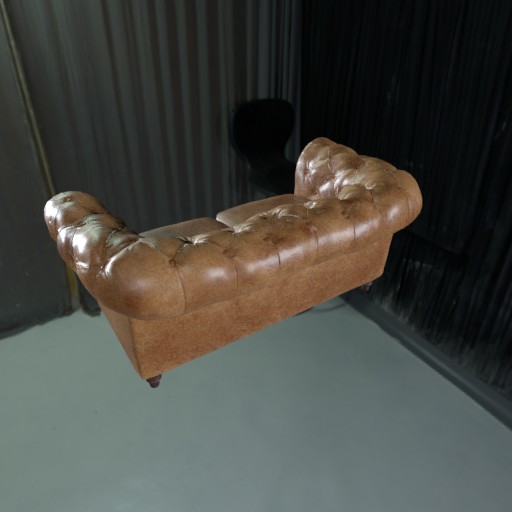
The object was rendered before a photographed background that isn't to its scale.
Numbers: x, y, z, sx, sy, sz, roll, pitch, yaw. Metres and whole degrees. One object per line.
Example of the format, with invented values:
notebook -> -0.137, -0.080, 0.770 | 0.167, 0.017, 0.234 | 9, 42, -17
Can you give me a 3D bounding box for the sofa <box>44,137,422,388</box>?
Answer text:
sofa -> 0.000, 0.000, 2.542 | 1.979, 0.877, 1.042 | -19, 36, -28
